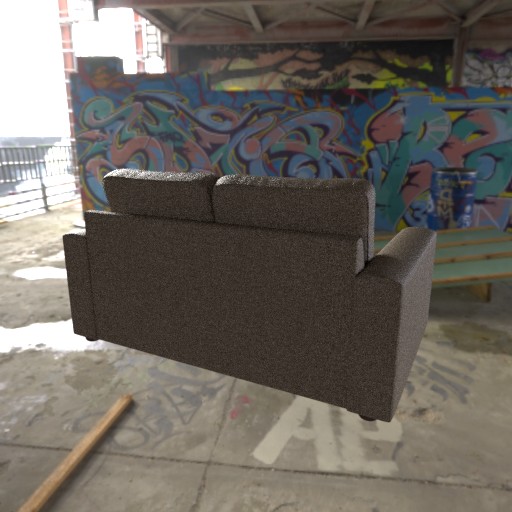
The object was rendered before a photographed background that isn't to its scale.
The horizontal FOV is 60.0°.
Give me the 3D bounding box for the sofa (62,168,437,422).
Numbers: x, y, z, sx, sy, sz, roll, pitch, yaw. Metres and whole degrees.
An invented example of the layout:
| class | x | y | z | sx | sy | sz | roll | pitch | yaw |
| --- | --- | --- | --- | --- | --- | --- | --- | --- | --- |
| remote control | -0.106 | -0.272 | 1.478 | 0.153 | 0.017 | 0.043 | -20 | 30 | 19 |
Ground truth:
| class | x | y | z | sx | sy | sz | roll | pitch | yaw |
| --- | --- | --- | --- | --- | --- | --- | --- | --- | --- |
| sofa | 0.000 | 0.000 | 2.260 | 1.616 | 0.873 | 1.016 | 8 | 17 | 26 |
